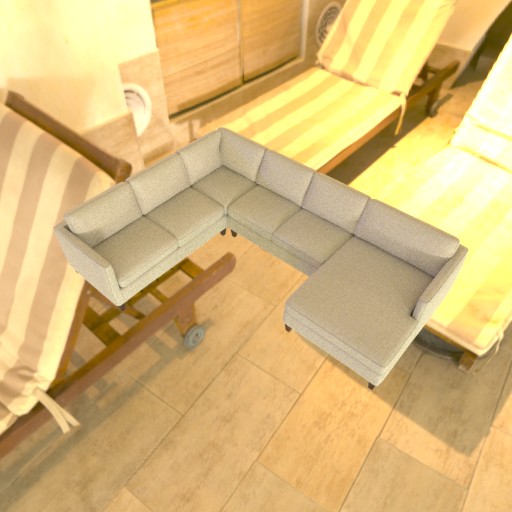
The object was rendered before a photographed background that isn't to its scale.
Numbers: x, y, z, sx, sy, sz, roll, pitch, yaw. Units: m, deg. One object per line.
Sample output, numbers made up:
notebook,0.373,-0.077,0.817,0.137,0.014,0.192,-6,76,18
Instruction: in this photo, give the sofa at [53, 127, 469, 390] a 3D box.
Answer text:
sofa,0.000,0.000,4.613,3.403,0.889,2.551,32,54,27
